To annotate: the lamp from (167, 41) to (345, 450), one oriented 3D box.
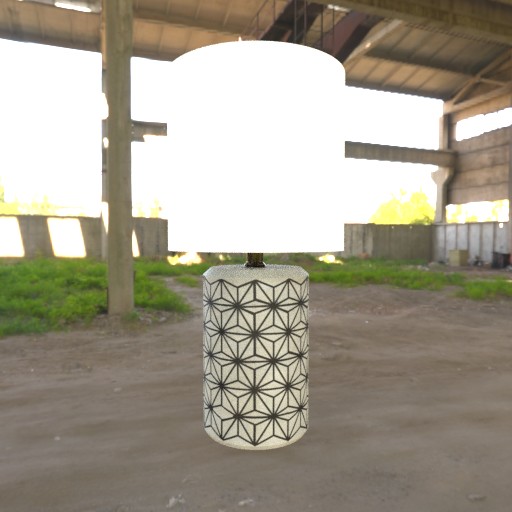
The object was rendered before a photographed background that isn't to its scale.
[{"bbox_3d":[0.000,0.000,0.530,0.206,0.416,0.206,2,3,37],"label":"lamp"}]
